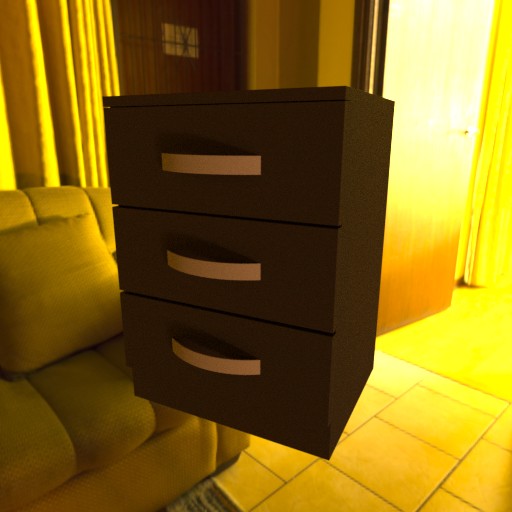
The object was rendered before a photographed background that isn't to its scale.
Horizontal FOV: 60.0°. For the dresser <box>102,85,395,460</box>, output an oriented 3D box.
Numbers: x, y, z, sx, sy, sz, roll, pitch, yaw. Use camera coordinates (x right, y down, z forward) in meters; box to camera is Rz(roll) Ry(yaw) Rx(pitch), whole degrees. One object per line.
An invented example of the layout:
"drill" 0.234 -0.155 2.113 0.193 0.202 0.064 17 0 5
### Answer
"dresser" 0.000 0.000 0.835 0.400 0.560 0.360 8 18 26
